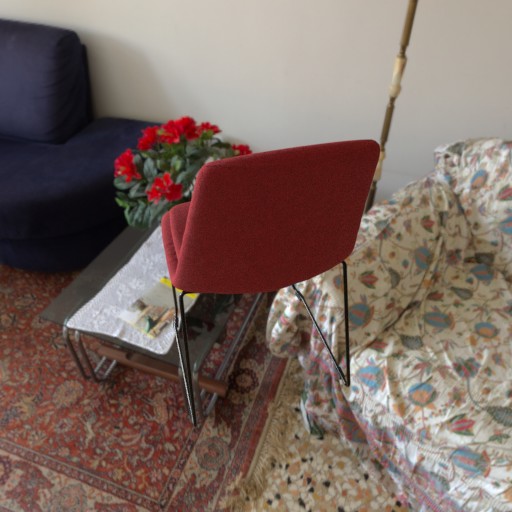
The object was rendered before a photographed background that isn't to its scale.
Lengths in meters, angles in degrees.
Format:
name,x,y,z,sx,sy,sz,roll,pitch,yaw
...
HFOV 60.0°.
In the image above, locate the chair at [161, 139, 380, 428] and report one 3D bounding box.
name,x,y,z,sx,sy,sz,roll,pitch,yaw
chair,0.000,0.000,1.148,0.479,0.858,0.518,-11,42,-12
